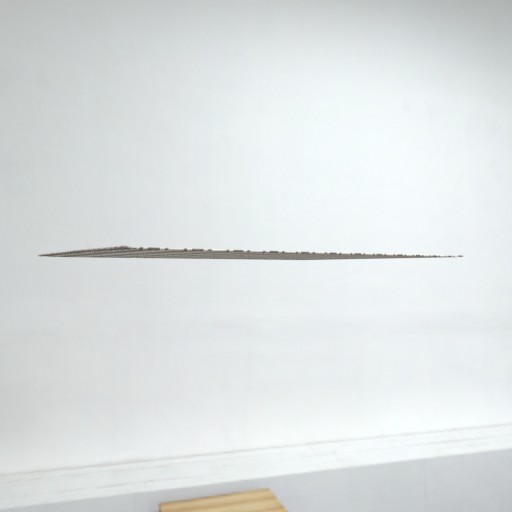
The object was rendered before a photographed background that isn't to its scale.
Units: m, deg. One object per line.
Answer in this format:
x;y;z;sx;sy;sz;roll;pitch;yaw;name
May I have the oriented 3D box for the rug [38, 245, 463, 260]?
0.000;0.000;2.974;2.425;0.014;1.563;1;-2;-36;rug
